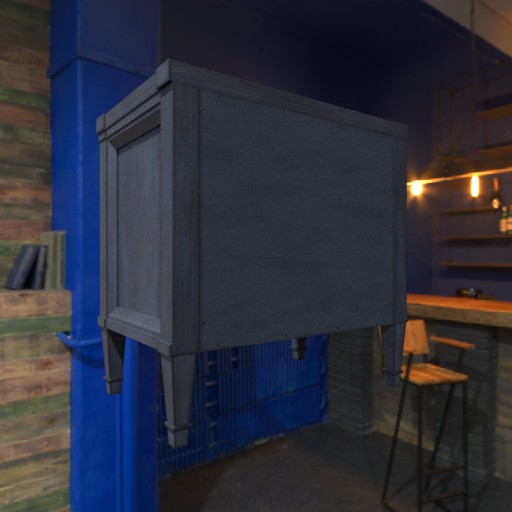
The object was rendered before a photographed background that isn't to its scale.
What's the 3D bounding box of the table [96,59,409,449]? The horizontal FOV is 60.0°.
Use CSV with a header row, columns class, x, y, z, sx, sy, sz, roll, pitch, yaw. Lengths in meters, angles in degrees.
class,x,y,z,sx,sy,sz,roll,pitch,yaw
table,0.000,0.000,1.099,0.660,0.660,0.413,0,0,-36
